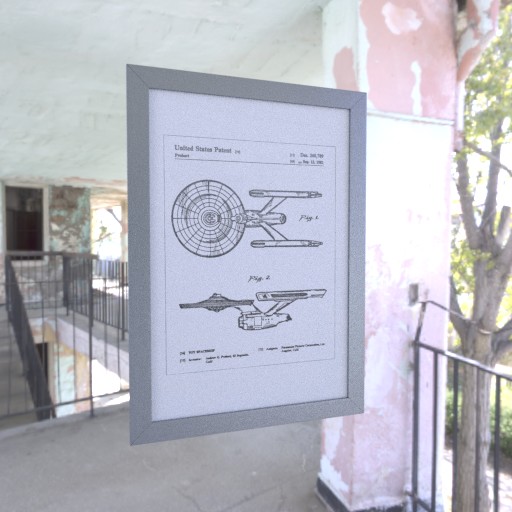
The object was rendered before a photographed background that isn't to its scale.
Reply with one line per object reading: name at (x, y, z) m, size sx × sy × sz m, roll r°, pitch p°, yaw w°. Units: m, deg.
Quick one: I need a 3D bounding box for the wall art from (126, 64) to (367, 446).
wall art at (0.000, 0.000, 0.678) m, size 0.376 × 0.529 × 0.013 m, roll -1°, pitch 2°, yaw -18°
